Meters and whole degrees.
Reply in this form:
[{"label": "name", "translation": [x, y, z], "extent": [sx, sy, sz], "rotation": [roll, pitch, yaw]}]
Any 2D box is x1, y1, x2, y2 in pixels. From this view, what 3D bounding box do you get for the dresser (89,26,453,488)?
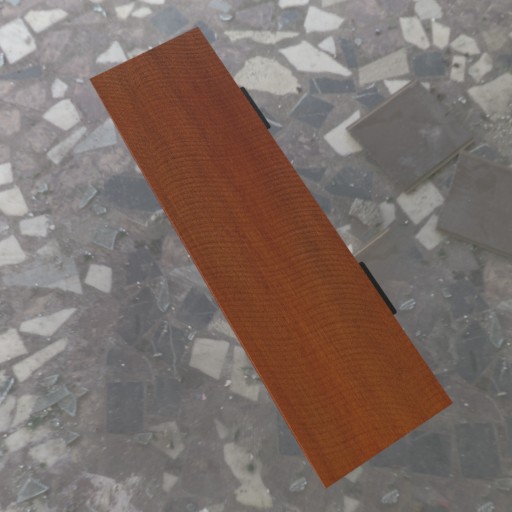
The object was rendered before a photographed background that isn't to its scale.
[{"label": "dresser", "translation": [0.000, 0.000, 1.820], "extent": [0.464, 0.810, 1.536], "rotation": [-30, 77, -8]}]
